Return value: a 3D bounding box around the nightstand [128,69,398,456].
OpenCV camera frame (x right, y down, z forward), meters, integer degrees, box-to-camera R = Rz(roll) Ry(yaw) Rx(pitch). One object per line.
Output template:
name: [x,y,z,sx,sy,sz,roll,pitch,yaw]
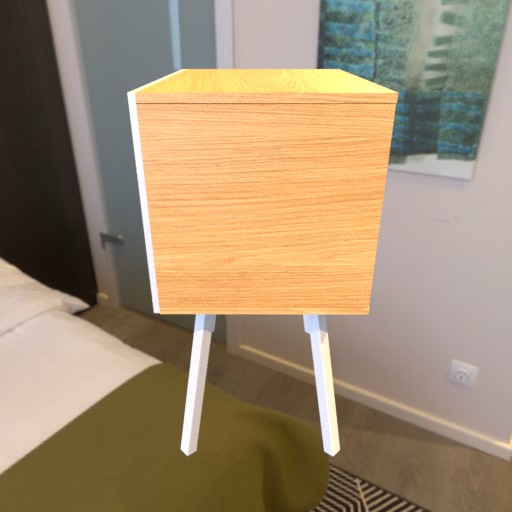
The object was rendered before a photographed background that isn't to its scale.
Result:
nightstand: [0.000,0.000,0.803,0.316,0.601,0.400,0,26,0]
